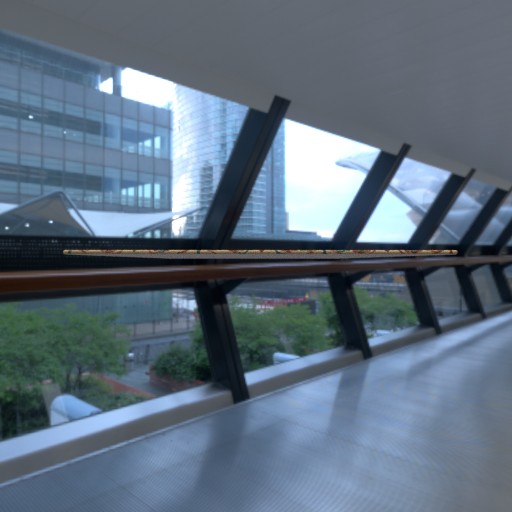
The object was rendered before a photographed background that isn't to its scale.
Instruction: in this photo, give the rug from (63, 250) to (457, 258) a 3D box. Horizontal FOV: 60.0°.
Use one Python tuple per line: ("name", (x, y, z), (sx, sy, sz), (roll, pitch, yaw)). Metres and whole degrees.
("rug", (0.000, 0.000, 2.289), (1.226, 0.013, 1.838), (0, -1, -1))
